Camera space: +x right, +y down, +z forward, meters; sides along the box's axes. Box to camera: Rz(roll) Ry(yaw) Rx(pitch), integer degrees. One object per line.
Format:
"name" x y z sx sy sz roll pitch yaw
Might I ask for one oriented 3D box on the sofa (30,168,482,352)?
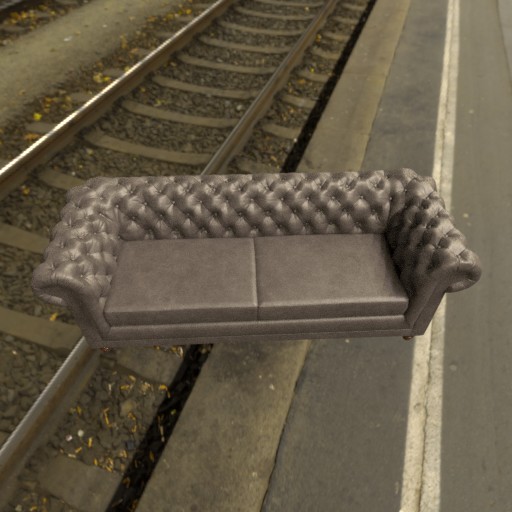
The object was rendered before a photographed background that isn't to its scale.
"sofa" 0.000 0.000 2.826 2.385 0.783 0.944 -2 45 -2
